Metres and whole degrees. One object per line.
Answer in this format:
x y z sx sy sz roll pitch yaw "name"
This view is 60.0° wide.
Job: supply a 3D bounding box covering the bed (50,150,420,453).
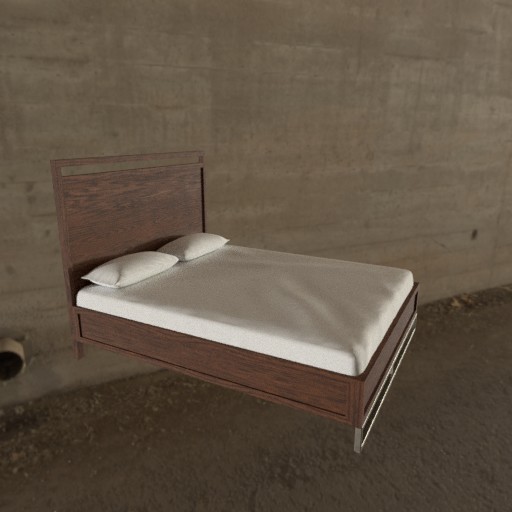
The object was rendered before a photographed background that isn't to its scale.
0.000 0.000 3.438 2.218 1.487 1.765 8 18 27 "bed"
